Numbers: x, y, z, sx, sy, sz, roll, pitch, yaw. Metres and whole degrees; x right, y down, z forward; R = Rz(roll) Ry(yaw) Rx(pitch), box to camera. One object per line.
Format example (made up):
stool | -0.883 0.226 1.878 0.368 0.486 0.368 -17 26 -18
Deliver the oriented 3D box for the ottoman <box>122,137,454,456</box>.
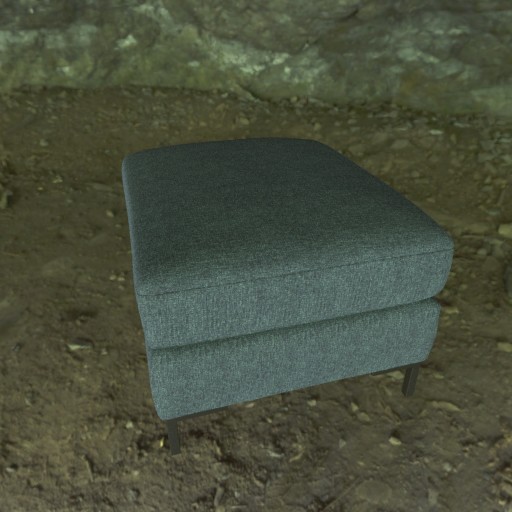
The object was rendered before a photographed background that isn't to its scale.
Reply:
ottoman | 0.000 0.000 1.308 0.695 0.533 0.831 -8 31 -14
